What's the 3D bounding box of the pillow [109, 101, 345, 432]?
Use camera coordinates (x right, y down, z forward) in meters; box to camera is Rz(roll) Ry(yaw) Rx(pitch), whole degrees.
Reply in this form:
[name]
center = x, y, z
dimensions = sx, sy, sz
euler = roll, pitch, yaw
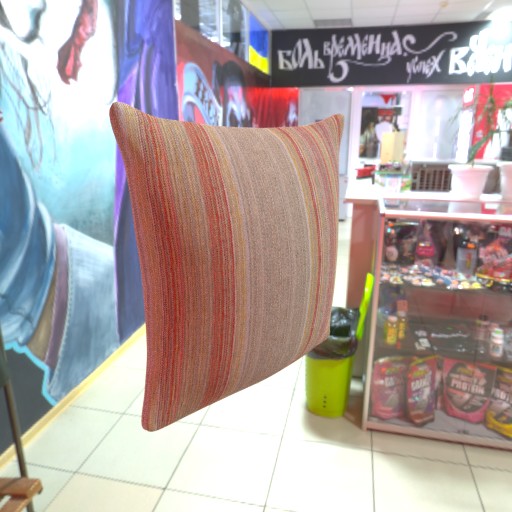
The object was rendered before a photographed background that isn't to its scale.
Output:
[pillow]
center = 0.000, 0.000, 0.706
dimensions = 0.451, 0.449, 0.191
euler = -15, 22, -42
